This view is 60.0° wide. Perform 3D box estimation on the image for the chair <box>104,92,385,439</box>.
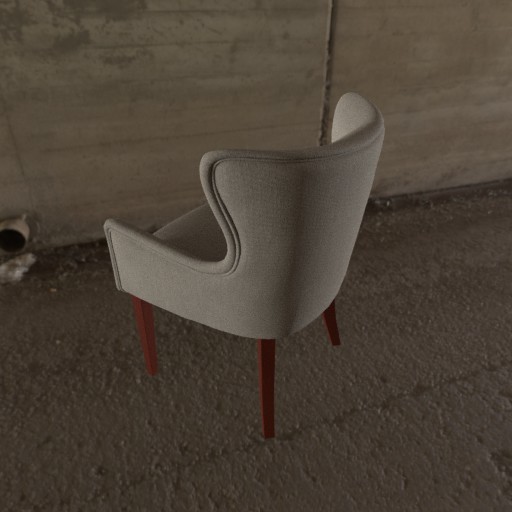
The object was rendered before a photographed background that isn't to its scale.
[{"bbox_3d":[0.000,0.000,1.448,0.677,0.948,0.732,19,36,28],"label":"chair"}]
